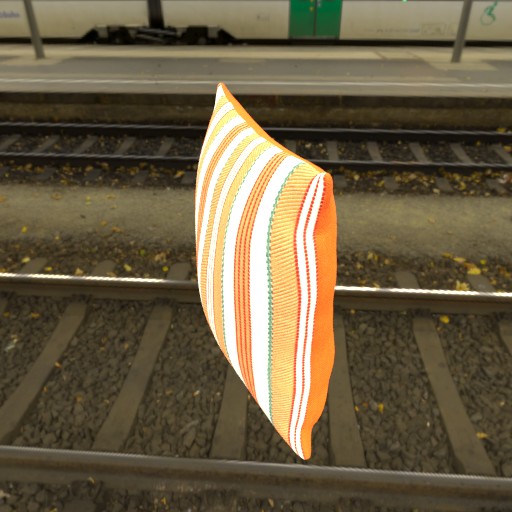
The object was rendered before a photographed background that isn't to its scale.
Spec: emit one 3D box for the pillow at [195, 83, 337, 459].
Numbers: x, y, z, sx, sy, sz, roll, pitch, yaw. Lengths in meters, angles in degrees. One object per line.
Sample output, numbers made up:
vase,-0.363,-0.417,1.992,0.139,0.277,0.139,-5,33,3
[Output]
pillow,0.000,0.000,0.691,0.182,0.441,0.440,-9,33,-15
